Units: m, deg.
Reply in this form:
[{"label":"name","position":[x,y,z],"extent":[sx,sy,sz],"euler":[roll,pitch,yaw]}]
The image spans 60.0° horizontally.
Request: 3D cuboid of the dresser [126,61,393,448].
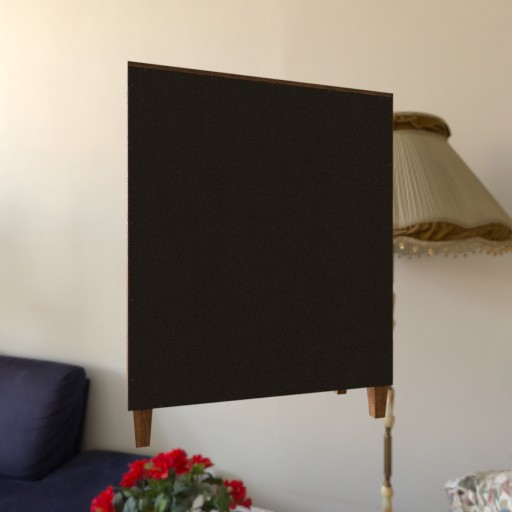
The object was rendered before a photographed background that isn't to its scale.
[{"label":"dresser","position":[0.000,0.000,1.907],"extent":[1.067,1.359,0.438],"euler":[0,0,-17]}]
